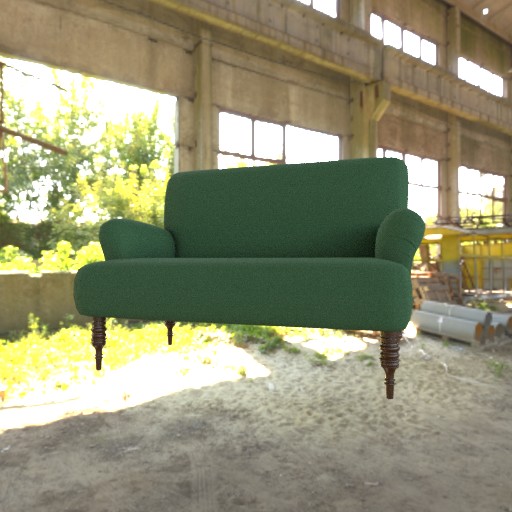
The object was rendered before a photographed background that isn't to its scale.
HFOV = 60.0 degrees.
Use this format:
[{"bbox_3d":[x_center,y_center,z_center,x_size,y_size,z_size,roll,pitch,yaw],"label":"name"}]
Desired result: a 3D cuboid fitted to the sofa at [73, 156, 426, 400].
[{"bbox_3d":[0.000,0.000,1.826,1.297,0.889,0.779,0,-1,19],"label":"sofa"}]
